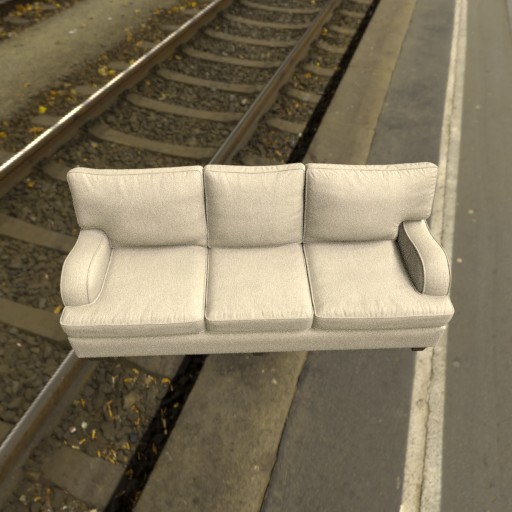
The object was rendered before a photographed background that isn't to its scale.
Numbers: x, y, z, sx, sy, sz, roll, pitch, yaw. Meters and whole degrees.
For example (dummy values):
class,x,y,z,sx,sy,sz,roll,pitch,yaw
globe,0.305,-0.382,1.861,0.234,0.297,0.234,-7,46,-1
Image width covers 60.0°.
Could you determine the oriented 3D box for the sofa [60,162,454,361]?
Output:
class,x,y,z,sx,sy,sz,roll,pitch,yaw
sofa,0.000,0.000,2.874,2.323,0.991,1.016,-1,46,-1
